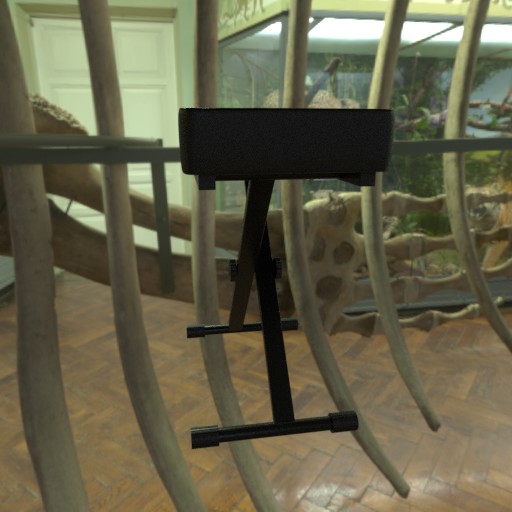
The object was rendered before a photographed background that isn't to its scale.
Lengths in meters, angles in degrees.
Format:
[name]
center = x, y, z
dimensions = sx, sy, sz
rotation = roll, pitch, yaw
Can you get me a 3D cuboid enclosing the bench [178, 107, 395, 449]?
[bench]
center = 0.000, 0.000, 0.924
dimensions = 0.300, 0.561, 0.600
rotation = -3, 16, -9
